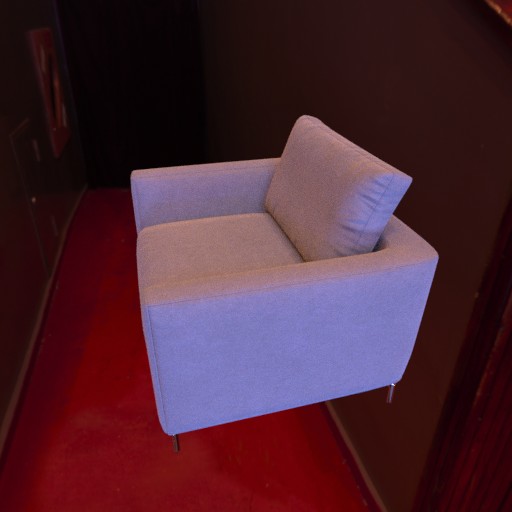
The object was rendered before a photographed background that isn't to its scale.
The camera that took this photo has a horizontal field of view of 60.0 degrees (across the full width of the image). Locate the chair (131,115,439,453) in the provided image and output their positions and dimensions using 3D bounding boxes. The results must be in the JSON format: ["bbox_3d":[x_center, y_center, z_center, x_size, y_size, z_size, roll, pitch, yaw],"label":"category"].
[{"bbox_3d":[0.000,0.000,1.690,0.889,0.864,1.041,-8,31,-13],"label":"chair"}]
